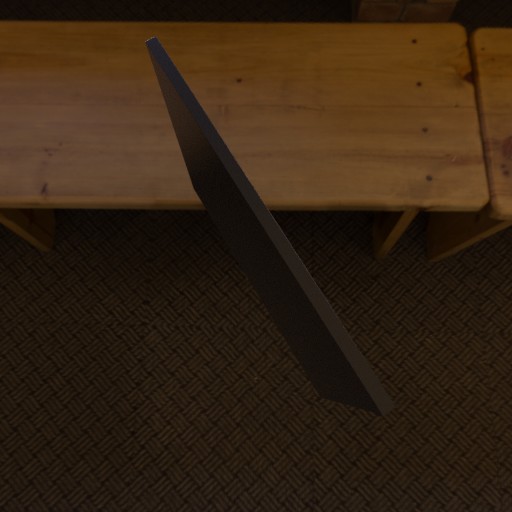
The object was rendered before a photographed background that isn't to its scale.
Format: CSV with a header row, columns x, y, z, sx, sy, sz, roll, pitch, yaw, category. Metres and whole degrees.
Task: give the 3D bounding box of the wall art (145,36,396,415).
x,y,z,sx,sy,sz,roll,pitch,yaw,category
0.000,0.000,0.529,0.012,0.332,0.383,-30,77,-8,wall art
